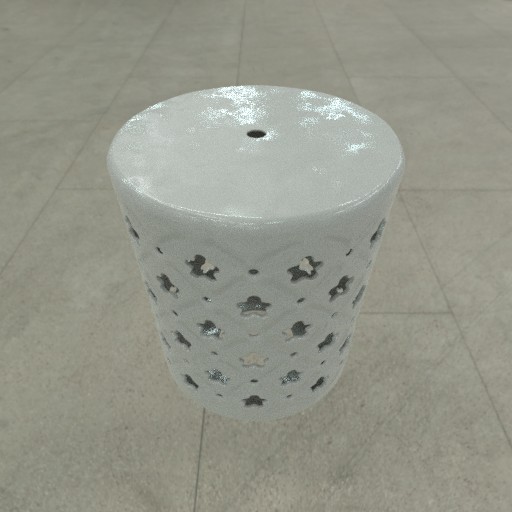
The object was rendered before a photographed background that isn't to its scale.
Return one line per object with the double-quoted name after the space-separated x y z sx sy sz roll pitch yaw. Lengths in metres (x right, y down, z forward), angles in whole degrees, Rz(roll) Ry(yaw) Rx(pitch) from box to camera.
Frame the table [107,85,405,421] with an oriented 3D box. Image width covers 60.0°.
0.000 0.000 0.656 0.352 0.387 0.352 0 41 0 "table"
